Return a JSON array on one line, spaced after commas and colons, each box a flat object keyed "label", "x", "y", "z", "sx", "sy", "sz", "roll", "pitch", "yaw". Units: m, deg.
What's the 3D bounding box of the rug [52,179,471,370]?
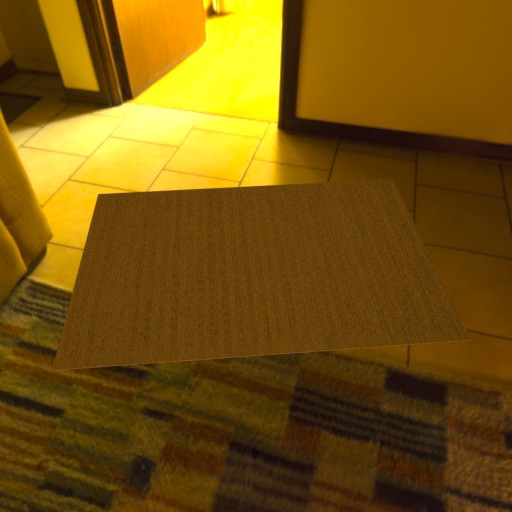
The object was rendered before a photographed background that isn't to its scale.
[{"label": "rug", "x": 0.000, "y": 0.000, "z": 2.242, "sx": 1.752, "sy": 0.006, "sz": 1.142, "roll": -3, "pitch": 46, "yaw": -3}]
